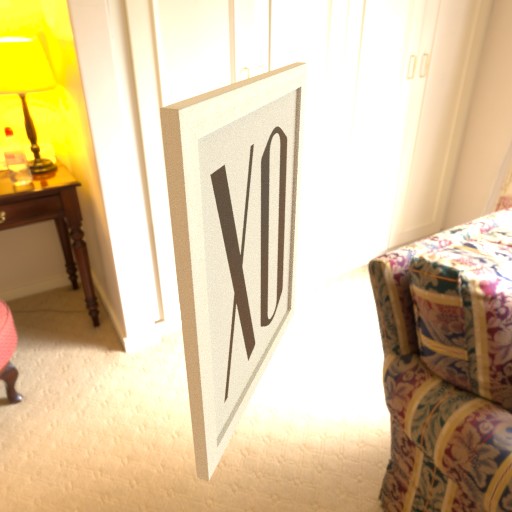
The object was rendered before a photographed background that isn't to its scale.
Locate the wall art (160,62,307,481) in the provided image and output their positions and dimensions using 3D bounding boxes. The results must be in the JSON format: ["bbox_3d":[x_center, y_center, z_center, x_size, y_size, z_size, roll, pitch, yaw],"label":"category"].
[{"bbox_3d":[0.000,0.000,0.715,0.020,0.536,0.444,11,31,18],"label":"wall art"}]
